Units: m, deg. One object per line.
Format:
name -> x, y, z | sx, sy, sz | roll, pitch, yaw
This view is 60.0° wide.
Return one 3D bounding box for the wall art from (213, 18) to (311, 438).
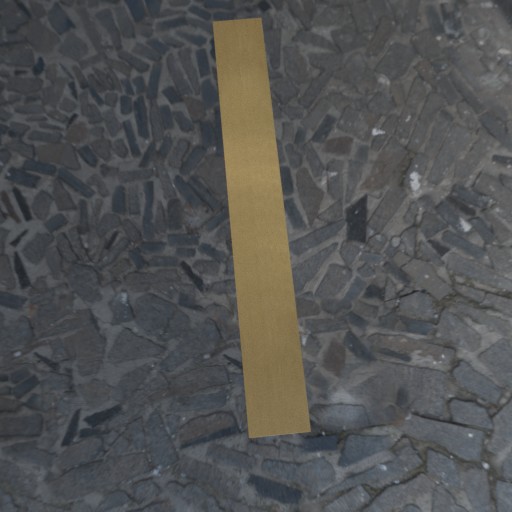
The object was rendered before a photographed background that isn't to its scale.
wall art -> 0.000, 0.000, 0.456 | 0.038, 0.305, 0.304 | -5, 76, -1
